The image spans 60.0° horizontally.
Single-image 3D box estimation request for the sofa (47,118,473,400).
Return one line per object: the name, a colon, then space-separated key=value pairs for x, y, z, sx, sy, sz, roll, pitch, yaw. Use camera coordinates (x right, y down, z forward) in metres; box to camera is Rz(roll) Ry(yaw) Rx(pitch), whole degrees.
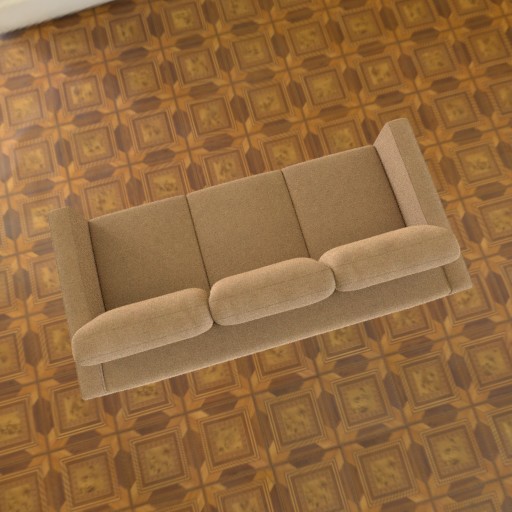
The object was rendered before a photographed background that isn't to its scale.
sofa: x=0.000 y=0.000 z=2.281 sx=1.855 sy=0.800 sz=0.930 roll=-16 pitch=78 yaw=-4
